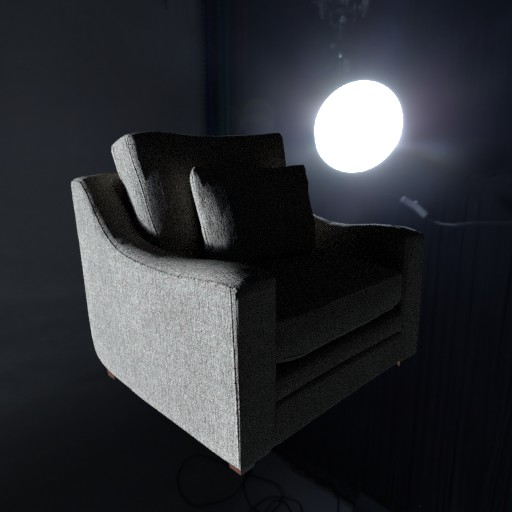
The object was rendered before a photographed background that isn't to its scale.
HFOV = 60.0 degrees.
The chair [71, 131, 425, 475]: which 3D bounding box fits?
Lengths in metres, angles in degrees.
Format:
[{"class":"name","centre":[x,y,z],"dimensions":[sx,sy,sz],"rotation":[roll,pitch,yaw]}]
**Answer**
[{"class":"chair","centre":[0.000,0.000,1.892],"dimensions":[1.138,1.037,1.009],"rotation":[-13,19,-43]}]
